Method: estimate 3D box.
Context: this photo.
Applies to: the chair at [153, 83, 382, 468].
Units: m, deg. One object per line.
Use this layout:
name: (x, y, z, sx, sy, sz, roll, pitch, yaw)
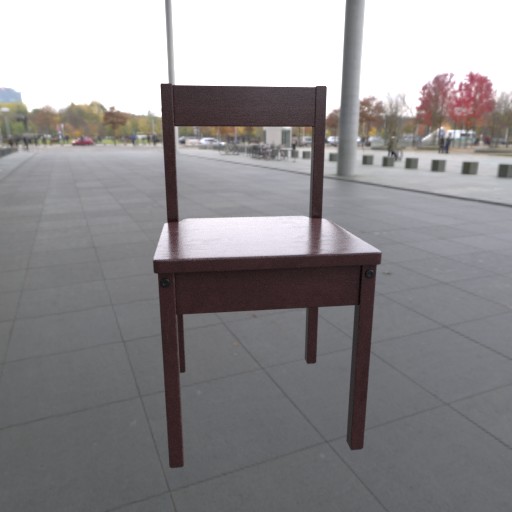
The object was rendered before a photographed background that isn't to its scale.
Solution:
chair: (0.000, 0.000, 0.875, 0.367, 0.668, 0.361, -2, 15, -8)
